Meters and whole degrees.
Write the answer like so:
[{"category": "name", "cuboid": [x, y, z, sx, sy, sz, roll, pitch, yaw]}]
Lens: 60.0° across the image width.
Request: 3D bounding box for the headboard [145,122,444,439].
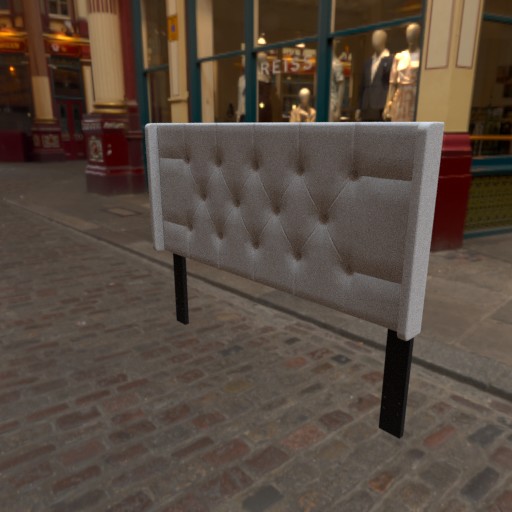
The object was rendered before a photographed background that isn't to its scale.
[{"category": "headboard", "cuboid": [0.000, 0.000, 2.648, 0.184, 1.524, 2.051, -15, 22, -42]}]
